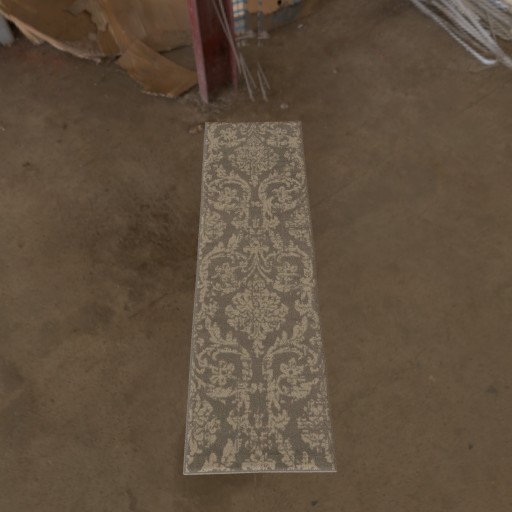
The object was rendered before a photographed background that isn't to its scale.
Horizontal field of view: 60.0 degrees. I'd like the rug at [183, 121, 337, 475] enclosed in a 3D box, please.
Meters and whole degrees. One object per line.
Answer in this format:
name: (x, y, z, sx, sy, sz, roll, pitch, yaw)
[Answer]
rug: (0.000, 0.000, 2.481, 0.662, 0.011, 2.196, -1, 58, -1)
